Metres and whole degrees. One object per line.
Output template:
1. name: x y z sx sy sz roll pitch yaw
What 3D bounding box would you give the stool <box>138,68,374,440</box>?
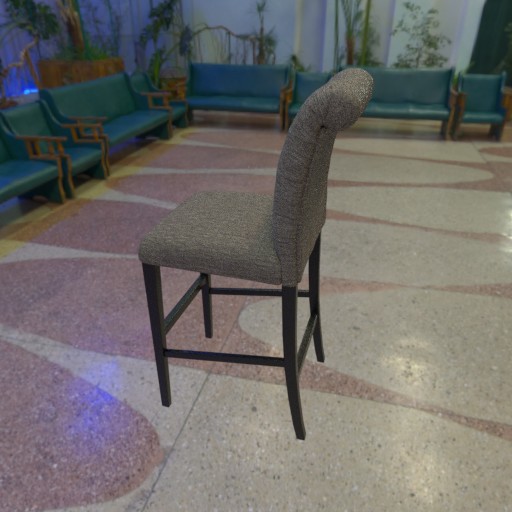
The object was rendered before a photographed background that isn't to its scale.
1. stool: 0.000 0.000 1.464 0.613 1.131 0.452 8 30 15
